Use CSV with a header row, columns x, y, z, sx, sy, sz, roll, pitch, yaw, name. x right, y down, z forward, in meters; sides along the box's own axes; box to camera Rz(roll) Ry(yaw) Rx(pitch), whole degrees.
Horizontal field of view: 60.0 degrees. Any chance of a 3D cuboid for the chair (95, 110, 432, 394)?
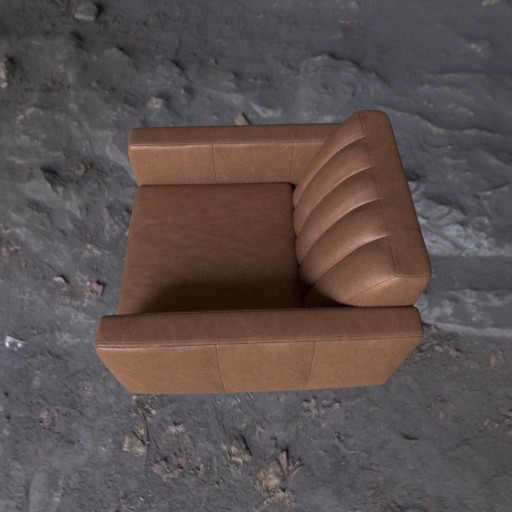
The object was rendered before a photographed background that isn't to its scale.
x,y,z,sx,sy,sz,roll,pitch,yaw,name
0.000,0.000,1.707,0.998,0.819,0.953,-2,58,-1,chair
